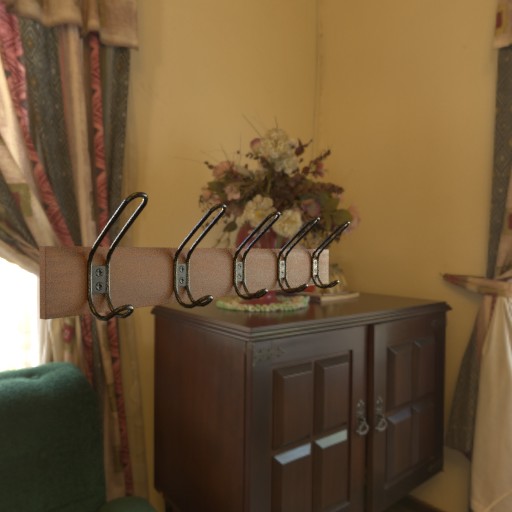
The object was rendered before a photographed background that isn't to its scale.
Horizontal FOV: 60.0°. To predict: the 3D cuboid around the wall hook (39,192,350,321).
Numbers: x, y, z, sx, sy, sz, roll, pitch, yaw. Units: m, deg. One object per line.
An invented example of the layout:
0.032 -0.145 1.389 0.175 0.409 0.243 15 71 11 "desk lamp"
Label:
0.000 0.000 0.595 0.076 0.116 0.554 0 1 35 "wall hook"
